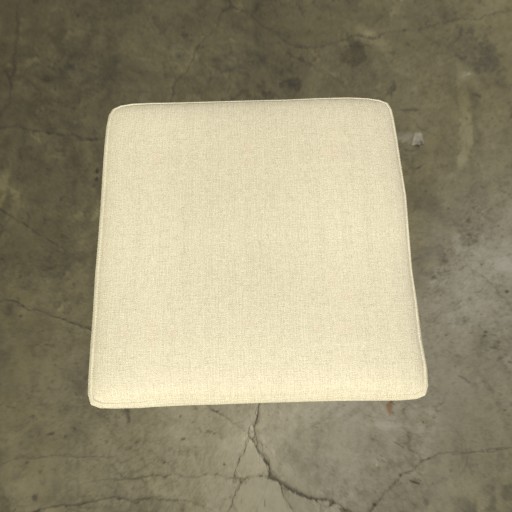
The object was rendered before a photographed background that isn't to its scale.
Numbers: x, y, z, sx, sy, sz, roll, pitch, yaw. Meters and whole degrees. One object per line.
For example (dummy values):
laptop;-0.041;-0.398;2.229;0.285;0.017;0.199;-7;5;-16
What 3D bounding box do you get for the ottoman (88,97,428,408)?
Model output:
ottoman;0.000;0.000;1.335;0.838;0.478;0.838;-2;74;0
